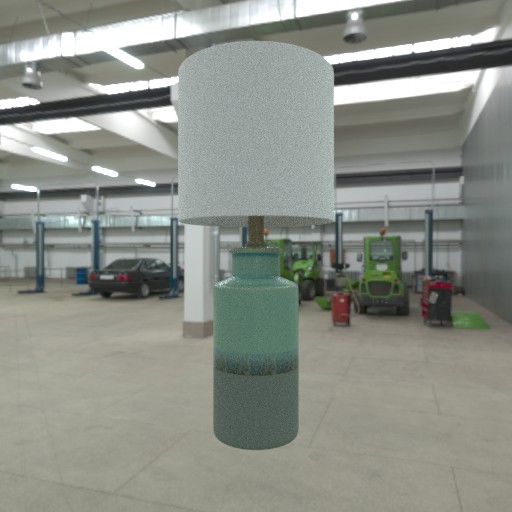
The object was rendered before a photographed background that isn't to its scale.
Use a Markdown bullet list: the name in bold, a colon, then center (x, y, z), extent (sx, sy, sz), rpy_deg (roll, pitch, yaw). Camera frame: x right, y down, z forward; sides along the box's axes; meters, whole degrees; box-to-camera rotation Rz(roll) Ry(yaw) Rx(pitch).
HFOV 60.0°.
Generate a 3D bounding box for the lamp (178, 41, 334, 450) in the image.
- **lamp**: center (0.000, 0.000, 0.613), extent (0.212, 0.493, 0.212), rpy_deg (0, 0, -17)
